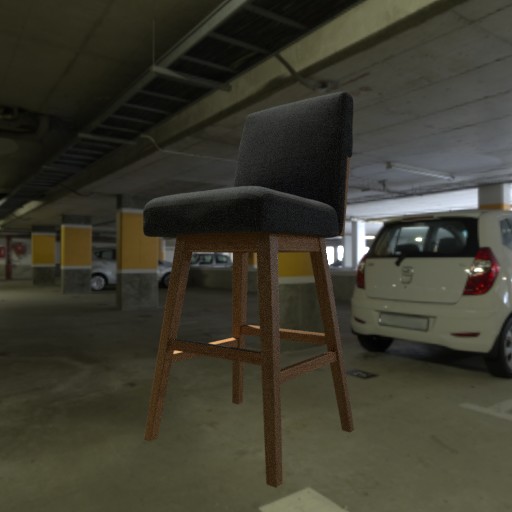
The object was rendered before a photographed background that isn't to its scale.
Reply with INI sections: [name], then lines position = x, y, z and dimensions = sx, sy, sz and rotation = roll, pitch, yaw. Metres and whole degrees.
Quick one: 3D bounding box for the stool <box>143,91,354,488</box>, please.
[stool]
position = 0.000, 0.000, 1.399
dimensions = 0.483, 1.112, 0.570
rotation = 0, 0, 36
